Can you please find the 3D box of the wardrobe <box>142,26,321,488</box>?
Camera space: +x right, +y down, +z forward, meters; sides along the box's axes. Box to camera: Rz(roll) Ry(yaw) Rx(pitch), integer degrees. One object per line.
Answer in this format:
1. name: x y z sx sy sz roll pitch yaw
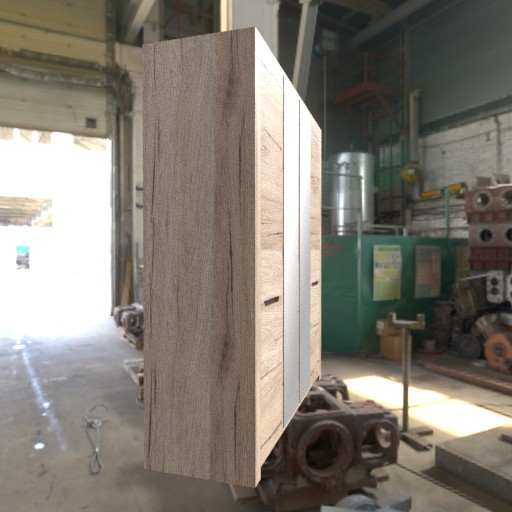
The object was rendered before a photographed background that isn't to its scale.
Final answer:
1. wardrobe: 0.000 0.000 2.934 0.580 2.070 1.810 0 1 18
